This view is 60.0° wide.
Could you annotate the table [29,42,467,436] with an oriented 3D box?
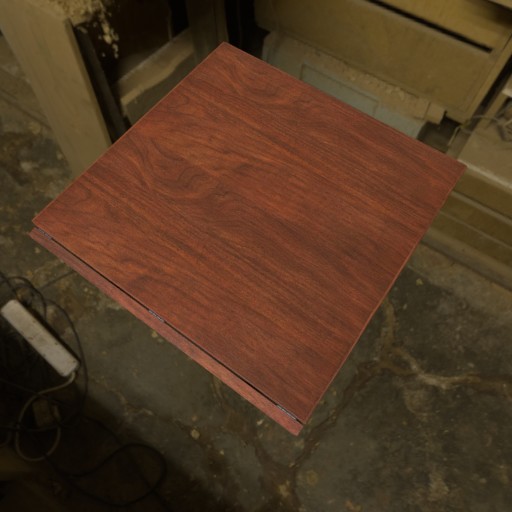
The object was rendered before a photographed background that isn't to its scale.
[{"bbox_3d":[0.000,0.000,1.477,0.812,0.763,0.843,33,69,14],"label":"table"}]
